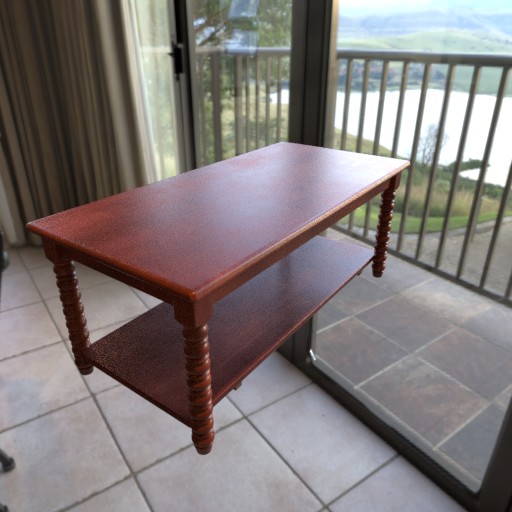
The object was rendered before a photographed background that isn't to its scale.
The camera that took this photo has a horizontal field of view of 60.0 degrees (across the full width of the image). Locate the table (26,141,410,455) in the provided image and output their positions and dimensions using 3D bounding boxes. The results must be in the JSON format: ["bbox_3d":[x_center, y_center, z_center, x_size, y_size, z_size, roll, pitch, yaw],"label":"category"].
[{"bbox_3d":[0.000,0.000,1.479,0.580,0.485,1.171,18,32,32],"label":"table"}]
